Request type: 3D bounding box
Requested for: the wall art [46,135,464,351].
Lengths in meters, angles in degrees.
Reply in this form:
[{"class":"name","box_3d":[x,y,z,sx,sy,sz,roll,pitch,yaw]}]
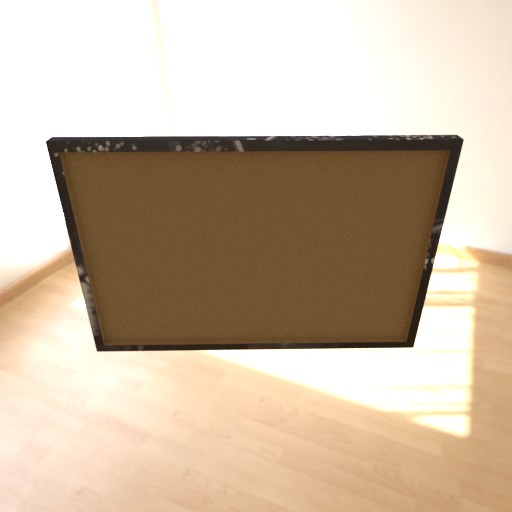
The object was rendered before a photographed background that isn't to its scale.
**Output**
[{"class":"wall art","box_3d":[0.000,0.000,1.137,0.914,0.609,0.038,-1,31,-1]}]
